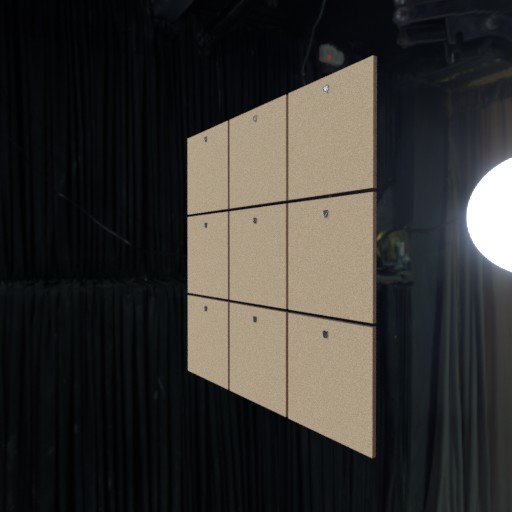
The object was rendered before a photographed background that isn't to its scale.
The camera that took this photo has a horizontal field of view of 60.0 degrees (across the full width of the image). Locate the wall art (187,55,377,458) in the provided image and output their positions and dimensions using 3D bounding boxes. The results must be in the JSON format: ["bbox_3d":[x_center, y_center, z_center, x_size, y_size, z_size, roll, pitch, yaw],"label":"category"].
[{"bbox_3d":[0.000,0.000,1.363,0.018,0.904,0.906,0,1,-36],"label":"wall art"}]
